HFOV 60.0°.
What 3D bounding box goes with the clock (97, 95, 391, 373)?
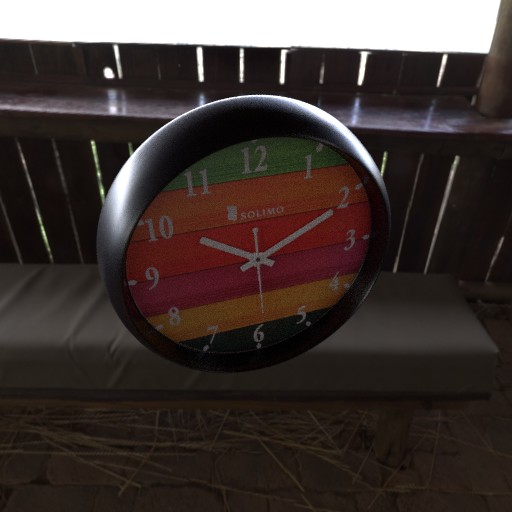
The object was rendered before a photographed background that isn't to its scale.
[{"bbox_3d":[0.000,0.000,0.445,0.300,0.300,0.060,-10,35,-15],"label":"clock"}]
